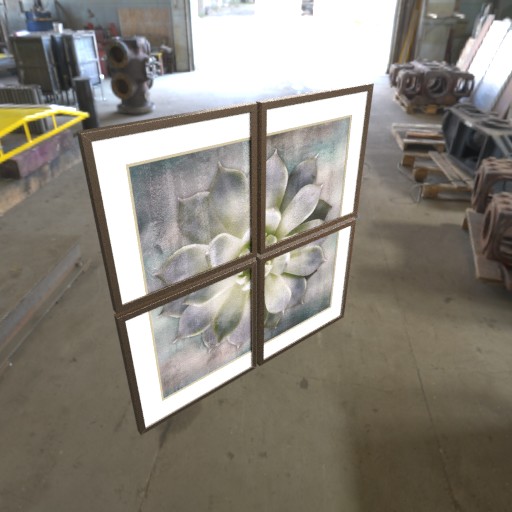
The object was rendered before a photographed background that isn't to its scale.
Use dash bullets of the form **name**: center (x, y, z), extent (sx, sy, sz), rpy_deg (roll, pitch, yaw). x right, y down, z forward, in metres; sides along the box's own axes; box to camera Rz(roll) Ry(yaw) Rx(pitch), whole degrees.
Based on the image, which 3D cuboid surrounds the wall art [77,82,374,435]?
- **wall art**: center (0.000, 0.000, 1.541), extent (1.032, 1.032, 0.030), rpy_deg (-22, 37, -33)
